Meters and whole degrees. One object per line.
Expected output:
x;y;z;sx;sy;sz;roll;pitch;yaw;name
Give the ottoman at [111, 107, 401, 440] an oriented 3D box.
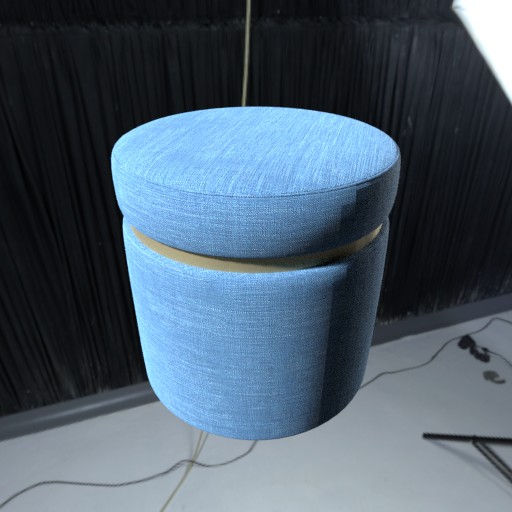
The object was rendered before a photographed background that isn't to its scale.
0.000;0.000;0.716;0.398;0.406;0.398;0;31;0;ottoman
